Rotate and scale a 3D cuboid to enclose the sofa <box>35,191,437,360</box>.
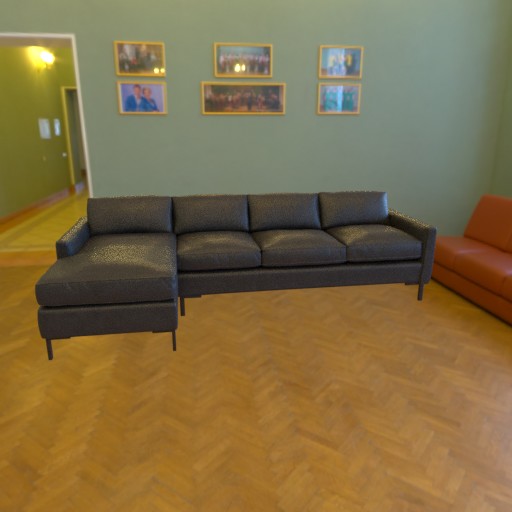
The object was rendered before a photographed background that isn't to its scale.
[{"bbox_3d":[0.000,0.000,3.595,2.993,0.859,1.471,-3,16,-9],"label":"sofa"}]
